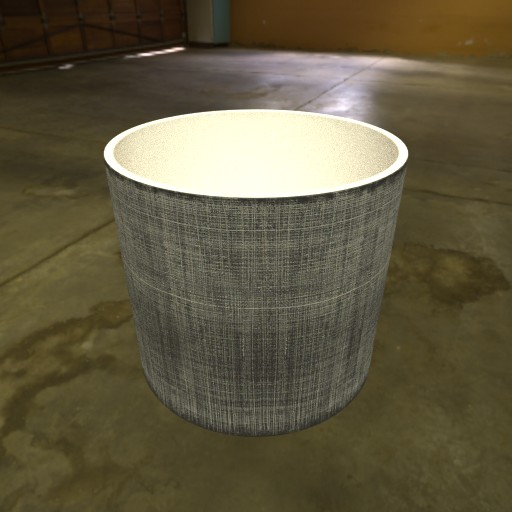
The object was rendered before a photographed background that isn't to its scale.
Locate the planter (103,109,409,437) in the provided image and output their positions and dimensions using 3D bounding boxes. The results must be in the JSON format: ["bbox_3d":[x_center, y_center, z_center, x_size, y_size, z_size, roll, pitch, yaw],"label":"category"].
[{"bbox_3d":[0.000,0.000,0.385,0.221,0.201,0.221,0,30,0],"label":"planter"}]
